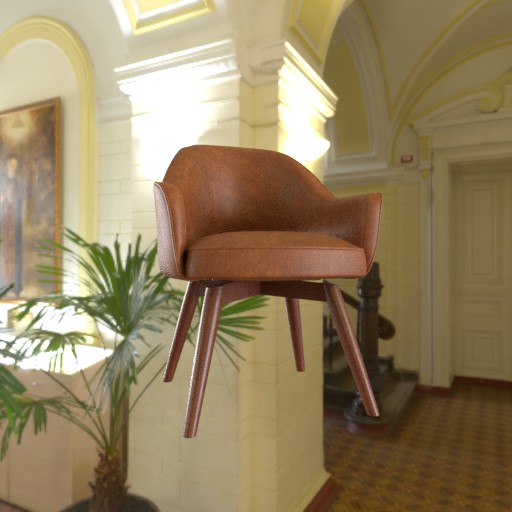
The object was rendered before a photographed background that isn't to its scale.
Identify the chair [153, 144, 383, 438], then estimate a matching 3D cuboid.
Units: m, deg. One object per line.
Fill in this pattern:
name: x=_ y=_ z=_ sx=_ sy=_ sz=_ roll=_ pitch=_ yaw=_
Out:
chair: x=0.000 y=0.000 z=1.260 sx=0.591 sy=0.777 sz=0.640 roll=0 pitch=-1 yaw=-17
